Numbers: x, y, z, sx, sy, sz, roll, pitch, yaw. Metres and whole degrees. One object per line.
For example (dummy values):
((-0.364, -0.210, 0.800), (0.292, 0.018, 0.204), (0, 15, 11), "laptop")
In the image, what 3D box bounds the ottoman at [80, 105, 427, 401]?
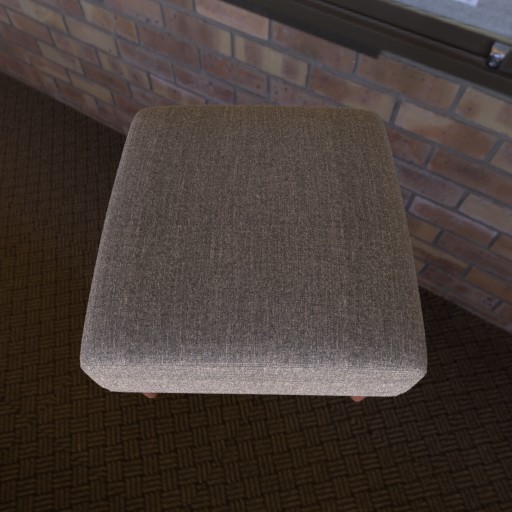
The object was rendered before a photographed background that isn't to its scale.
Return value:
((0.000, 0.000, 1.067), (0.648, 0.399, 0.655), (1, 59, 0), "ottoman")
